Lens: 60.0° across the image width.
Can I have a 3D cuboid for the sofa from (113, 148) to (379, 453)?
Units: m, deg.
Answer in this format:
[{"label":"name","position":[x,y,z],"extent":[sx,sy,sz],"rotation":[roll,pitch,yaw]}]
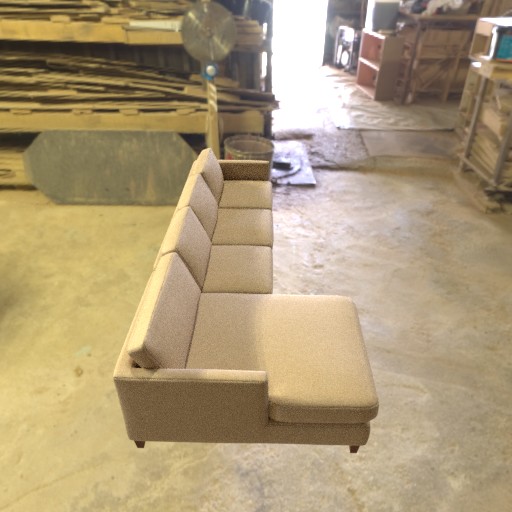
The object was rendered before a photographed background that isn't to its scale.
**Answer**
[{"label":"sofa","position":[0.000,0.000,3.809],"extent":[1.502,0.876,3.201],"rotation":[1,34,1]}]
